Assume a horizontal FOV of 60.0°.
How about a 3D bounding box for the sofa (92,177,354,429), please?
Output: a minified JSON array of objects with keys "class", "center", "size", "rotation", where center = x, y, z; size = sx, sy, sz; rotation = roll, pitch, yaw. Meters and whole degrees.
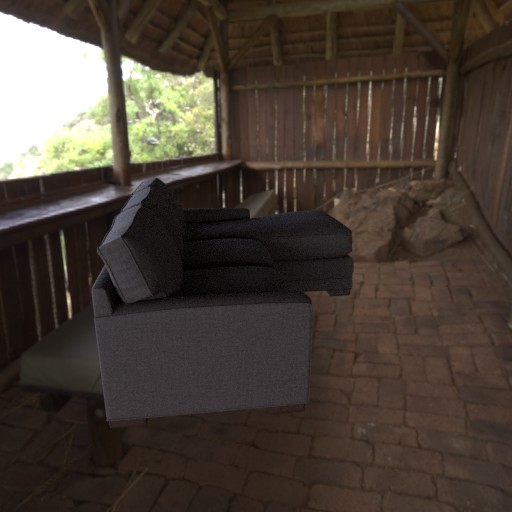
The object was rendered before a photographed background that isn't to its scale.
[{"class":"sofa","center":[0.000,0.000,3.208],"size":[1.790,0.973,2.370],"rotation":[-3,17,-8]}]
